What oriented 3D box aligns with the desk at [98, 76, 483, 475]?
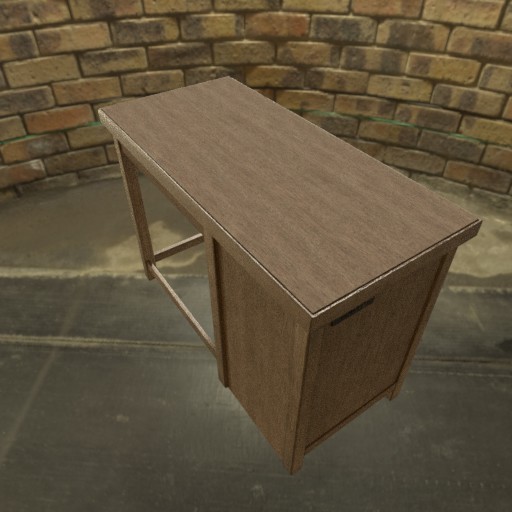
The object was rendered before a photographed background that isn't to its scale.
[{"bbox_3d":[0.000,0.000,1.768,0.610,0.912,1.289,-25,48,-25],"label":"desk"}]
